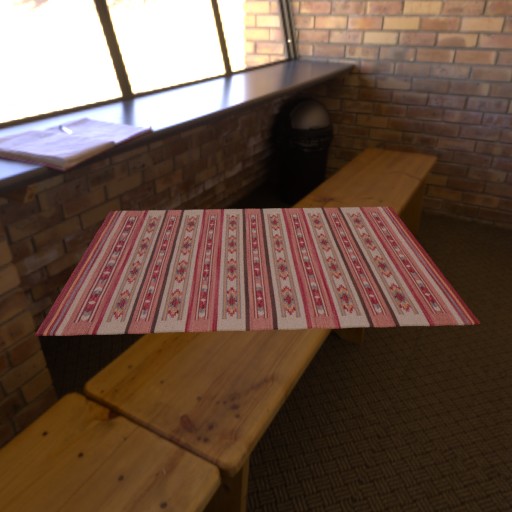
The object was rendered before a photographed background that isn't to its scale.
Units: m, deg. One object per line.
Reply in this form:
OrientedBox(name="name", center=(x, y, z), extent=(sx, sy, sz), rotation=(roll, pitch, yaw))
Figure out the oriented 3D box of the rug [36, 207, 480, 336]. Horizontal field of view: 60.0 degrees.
OrientedBox(name="rug", center=(0.000, 0.000, 2.333), extent=(1.817, 0.008, 1.223), rotation=(-1, 30, -2))
